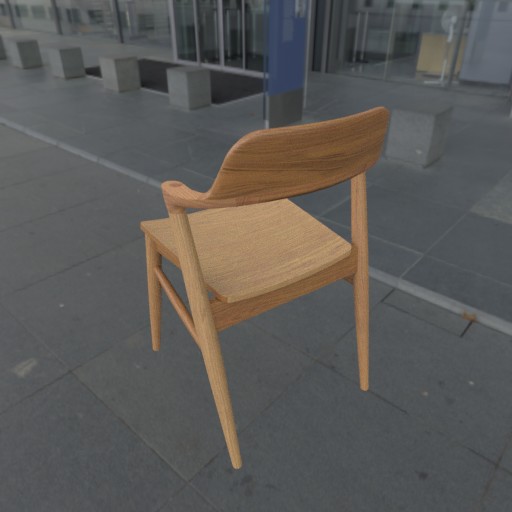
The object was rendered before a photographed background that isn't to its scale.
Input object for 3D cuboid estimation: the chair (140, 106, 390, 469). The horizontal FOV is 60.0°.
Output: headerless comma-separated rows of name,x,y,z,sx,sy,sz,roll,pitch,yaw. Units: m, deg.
chair,0.000,0.000,1.125,0.512,0.792,0.499,-19,37,-28
